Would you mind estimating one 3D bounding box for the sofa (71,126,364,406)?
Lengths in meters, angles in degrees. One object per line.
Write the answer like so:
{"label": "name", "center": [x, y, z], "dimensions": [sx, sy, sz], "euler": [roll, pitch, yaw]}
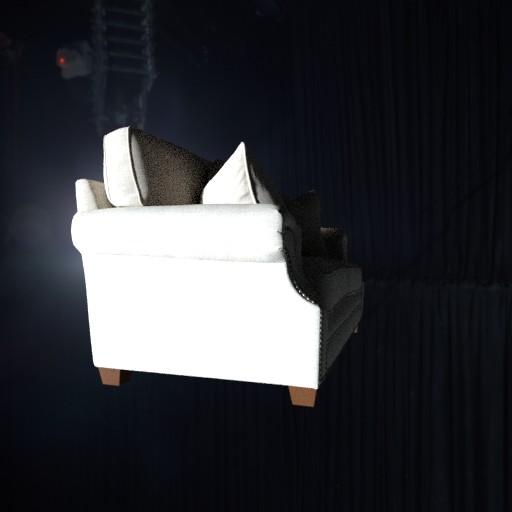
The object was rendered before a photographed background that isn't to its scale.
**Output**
{"label": "sofa", "center": [0.000, 0.000, 2.273], "dimensions": [0.966, 0.966, 1.701], "euler": [0, 0, 18]}
